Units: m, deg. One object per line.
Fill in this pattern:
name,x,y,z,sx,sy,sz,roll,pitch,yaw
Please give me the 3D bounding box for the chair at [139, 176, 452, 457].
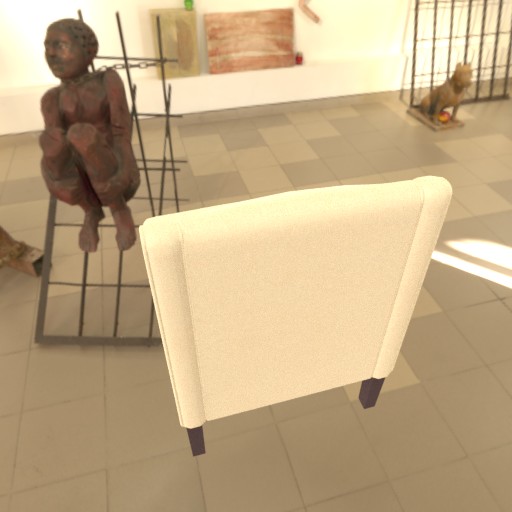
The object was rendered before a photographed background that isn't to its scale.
chair,0.000,0.000,1.451,0.689,0.886,0.806,-11,42,-12
